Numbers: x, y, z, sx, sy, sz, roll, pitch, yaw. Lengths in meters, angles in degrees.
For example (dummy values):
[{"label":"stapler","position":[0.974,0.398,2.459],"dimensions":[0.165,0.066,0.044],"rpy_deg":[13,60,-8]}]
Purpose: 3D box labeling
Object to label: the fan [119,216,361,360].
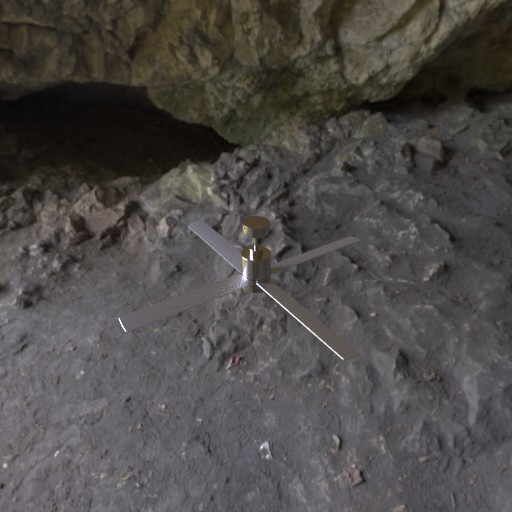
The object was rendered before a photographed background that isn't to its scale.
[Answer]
[{"label":"fan","position":[0.000,0.000,2.073],"dimensions":[1.322,0.355,1.322],"rpy_deg":[-19,37,-28]}]
